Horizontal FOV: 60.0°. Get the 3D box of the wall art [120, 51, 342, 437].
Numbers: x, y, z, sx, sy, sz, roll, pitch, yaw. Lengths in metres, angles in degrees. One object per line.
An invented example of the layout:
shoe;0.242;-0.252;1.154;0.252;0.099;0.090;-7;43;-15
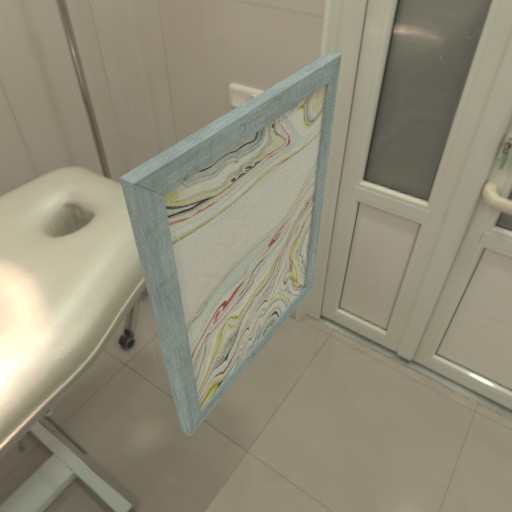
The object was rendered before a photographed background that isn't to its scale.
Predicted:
wall art;0.000;0.000;0.810;0.022;0.582;0.479;25;48;25
